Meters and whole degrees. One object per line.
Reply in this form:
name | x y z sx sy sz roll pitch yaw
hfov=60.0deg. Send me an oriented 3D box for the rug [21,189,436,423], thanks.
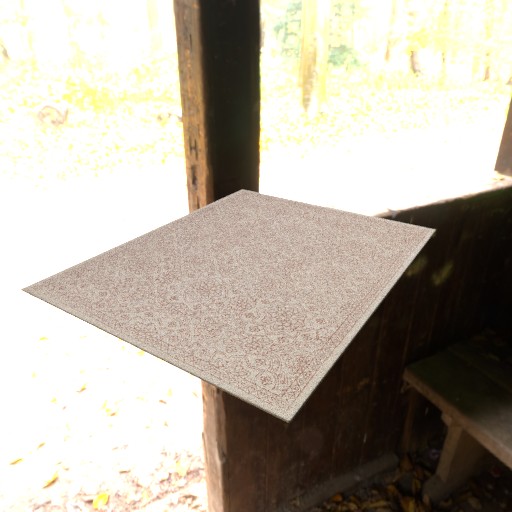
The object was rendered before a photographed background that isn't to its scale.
rug | 0.000 0.000 4.031 2.441 0.015 3.050 16 31 30
